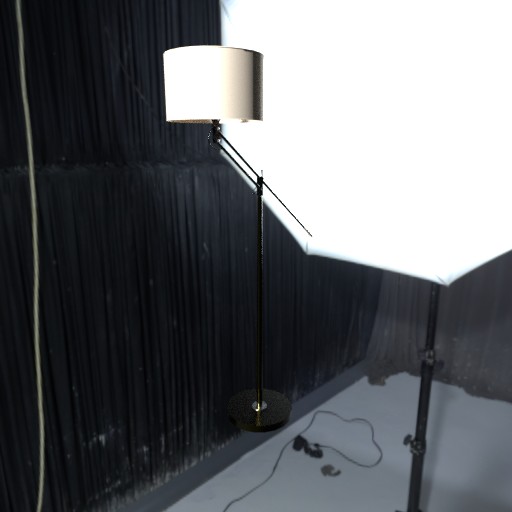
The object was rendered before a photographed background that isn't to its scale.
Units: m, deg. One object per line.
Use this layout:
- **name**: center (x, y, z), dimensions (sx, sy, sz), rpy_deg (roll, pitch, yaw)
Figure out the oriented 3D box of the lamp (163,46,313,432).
- **lamp**: center (0.000, 0.000, 2.009), dimensions (0.809, 1.635, 0.373), rpy_deg (-14, 20, -42)
